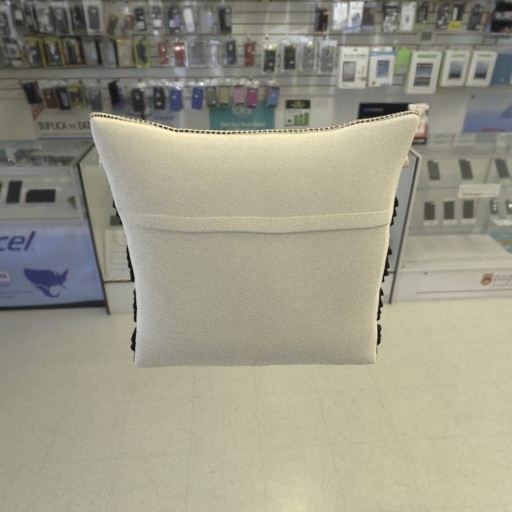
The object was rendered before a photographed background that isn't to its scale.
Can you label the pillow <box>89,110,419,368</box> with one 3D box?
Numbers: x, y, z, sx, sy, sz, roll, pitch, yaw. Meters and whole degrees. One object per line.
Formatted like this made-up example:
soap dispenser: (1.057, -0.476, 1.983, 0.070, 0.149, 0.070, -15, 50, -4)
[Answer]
pillow: (0.000, 0.000, 0.688, 0.436, 0.438, 0.156, -1, 30, -1)
